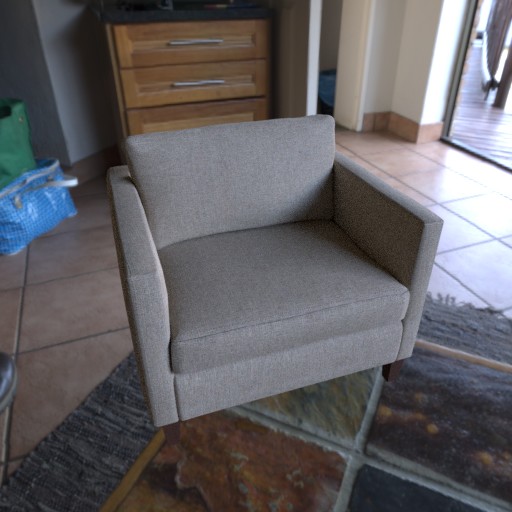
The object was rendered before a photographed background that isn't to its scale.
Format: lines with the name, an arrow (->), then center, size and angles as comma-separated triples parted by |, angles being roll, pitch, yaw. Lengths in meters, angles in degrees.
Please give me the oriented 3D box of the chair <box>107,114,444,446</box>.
chair -> 0.000, 0.000, 1.879 | 1.107, 0.987, 0.959 | -10, 33, -16
